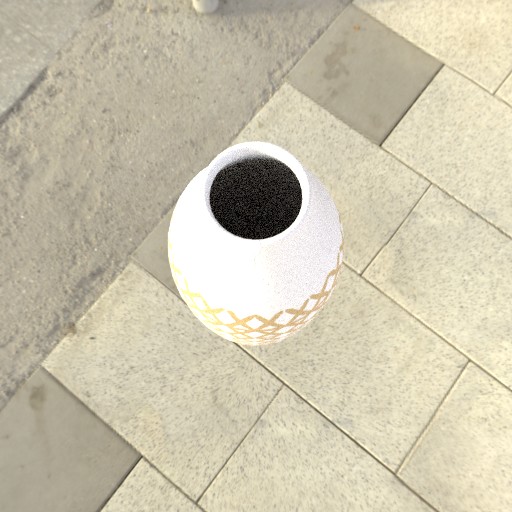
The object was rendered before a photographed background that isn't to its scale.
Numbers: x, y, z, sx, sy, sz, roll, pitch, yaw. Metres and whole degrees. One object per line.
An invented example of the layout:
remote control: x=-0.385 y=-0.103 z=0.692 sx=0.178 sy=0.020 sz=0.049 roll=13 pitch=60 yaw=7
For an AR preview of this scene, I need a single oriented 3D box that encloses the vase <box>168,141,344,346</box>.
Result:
vase: x=0.000 y=0.000 z=0.484 sx=0.186 sy=0.380 sz=0.186 roll=0 pitch=77 yaw=0
